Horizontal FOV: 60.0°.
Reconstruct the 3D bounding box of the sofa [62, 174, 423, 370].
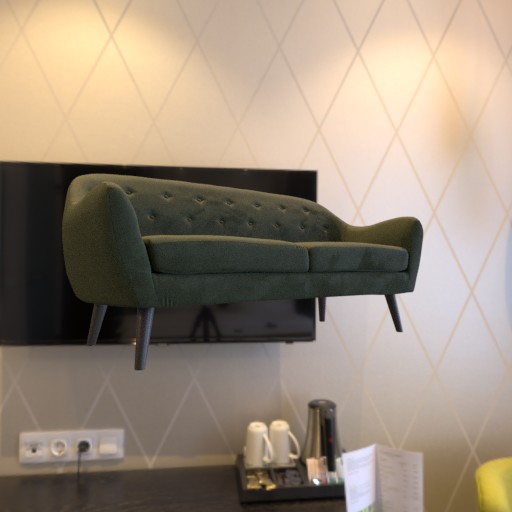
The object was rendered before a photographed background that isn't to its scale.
[{"bbox_3d":[0.000,0.000,2.293,1.840,0.836,0.820,1,-2,-37],"label":"sofa"}]
